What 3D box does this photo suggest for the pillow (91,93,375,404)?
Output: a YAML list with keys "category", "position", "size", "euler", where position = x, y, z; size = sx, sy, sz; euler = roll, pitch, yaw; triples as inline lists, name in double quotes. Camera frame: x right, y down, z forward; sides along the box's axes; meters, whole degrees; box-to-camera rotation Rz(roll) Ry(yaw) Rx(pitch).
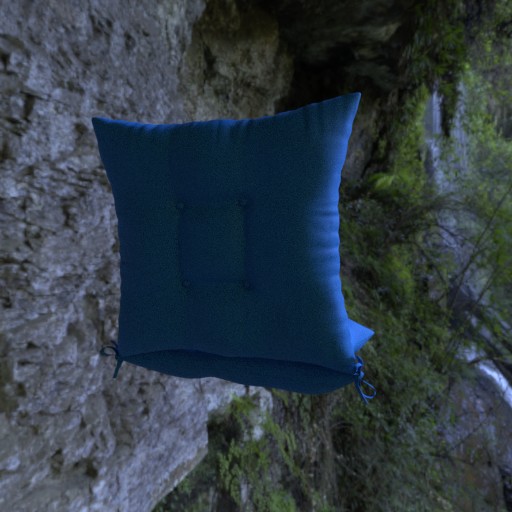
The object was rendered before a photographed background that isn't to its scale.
- category: "pillow"
  position: [0.000, 0.000, 1.011]
  size: [0.541, 0.536, 0.585]
  euler: [0, 1, 17]
